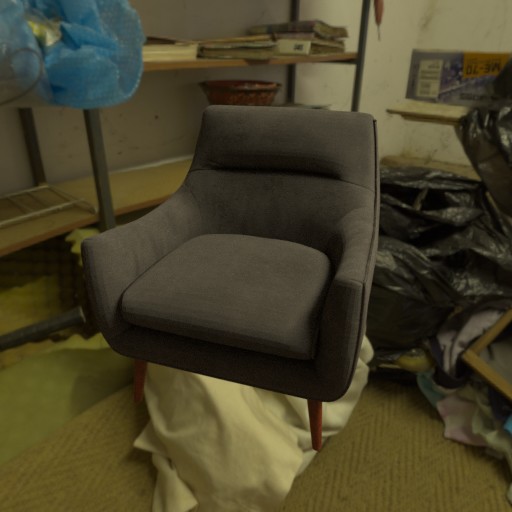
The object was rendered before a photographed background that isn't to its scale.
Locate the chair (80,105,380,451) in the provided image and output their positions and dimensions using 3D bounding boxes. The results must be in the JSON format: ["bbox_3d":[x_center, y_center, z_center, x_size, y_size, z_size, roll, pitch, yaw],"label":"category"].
[{"bbox_3d":[0.000,0.000,1.449,0.762,0.838,0.787,8,28,16],"label":"chair"}]
